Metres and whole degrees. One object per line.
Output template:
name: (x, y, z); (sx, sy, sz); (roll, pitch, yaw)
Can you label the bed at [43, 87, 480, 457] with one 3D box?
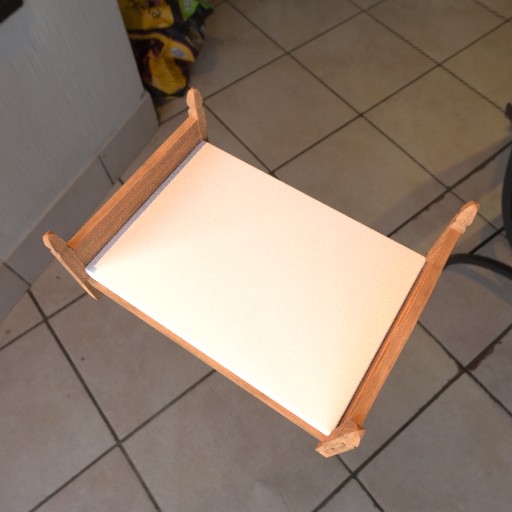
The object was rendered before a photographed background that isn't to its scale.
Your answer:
bed: (0.000, 0.000, 2.920); (2.069, 1.100, 1.490); (30, 67, 14)
